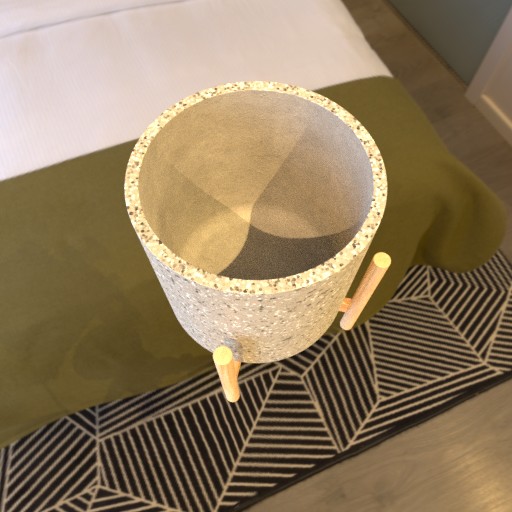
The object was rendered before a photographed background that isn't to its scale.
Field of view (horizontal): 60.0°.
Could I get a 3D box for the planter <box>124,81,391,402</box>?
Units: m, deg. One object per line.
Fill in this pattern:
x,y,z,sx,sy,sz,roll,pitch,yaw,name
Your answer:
0.000,0.000,0.701,0.360,0.419,0.360,33,67,16,planter
